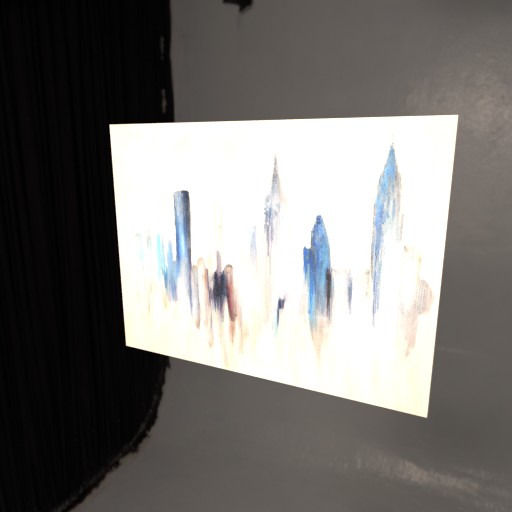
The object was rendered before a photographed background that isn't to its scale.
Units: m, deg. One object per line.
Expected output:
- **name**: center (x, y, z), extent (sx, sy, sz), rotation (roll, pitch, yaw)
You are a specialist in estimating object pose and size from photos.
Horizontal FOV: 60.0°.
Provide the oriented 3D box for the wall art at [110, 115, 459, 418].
- **wall art**: center (0.000, 0.000, 1.306), extent (1.016, 0.762, 0.038), rotation (6, 15, 25)
